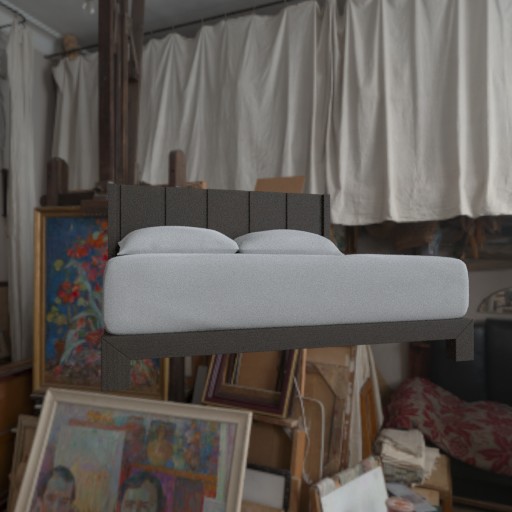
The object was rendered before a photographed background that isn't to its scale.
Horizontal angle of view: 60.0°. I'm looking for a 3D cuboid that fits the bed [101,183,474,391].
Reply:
[{"bbox_3d":[0.000,0.000,3.320,2.134,1.270,2.012,0,-1,-18],"label":"bed"}]
